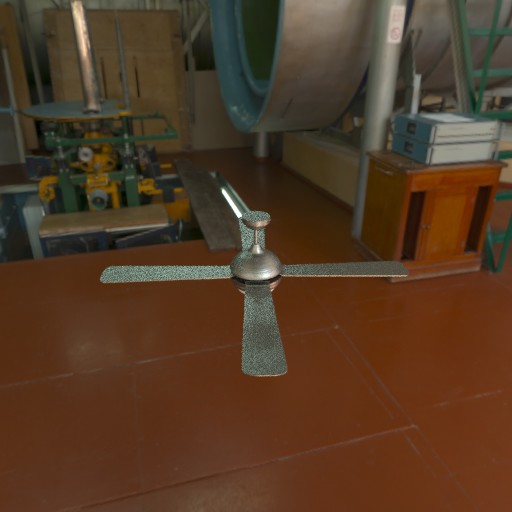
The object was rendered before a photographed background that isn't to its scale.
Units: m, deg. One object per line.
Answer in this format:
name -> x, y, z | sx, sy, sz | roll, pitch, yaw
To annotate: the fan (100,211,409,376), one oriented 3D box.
fan -> 0.000, 0.000, 1.981 | 1.321, 0.381, 1.321 | 8, 28, 16
